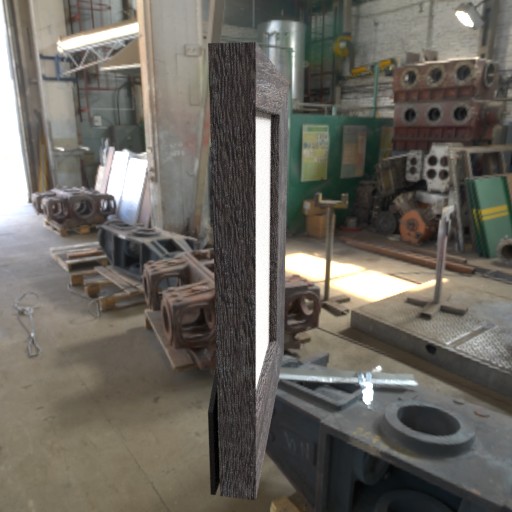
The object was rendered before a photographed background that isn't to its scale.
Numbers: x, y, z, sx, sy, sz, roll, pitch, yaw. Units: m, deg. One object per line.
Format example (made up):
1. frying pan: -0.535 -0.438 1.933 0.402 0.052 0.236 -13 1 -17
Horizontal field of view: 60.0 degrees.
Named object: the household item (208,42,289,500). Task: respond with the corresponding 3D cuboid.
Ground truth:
1. household item: 0.000 0.000 0.230 0.020 0.180 0.133 2 16 8
